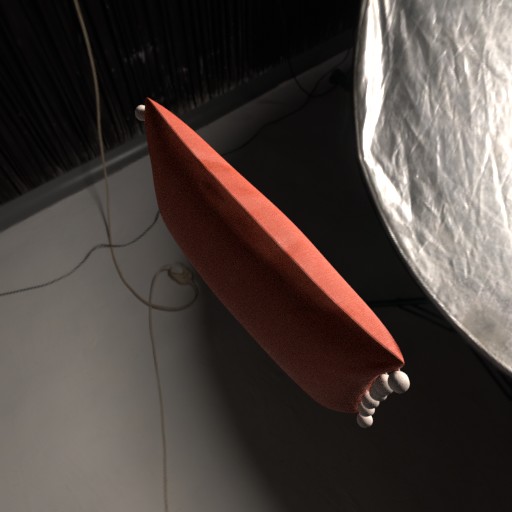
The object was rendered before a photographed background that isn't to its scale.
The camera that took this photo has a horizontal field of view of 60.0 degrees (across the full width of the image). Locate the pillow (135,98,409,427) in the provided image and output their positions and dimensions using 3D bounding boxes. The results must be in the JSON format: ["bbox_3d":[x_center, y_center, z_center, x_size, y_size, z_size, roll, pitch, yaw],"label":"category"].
[{"bbox_3d":[0.000,0.000,0.847,0.201,0.322,0.709,-35,65,-18],"label":"pillow"}]
